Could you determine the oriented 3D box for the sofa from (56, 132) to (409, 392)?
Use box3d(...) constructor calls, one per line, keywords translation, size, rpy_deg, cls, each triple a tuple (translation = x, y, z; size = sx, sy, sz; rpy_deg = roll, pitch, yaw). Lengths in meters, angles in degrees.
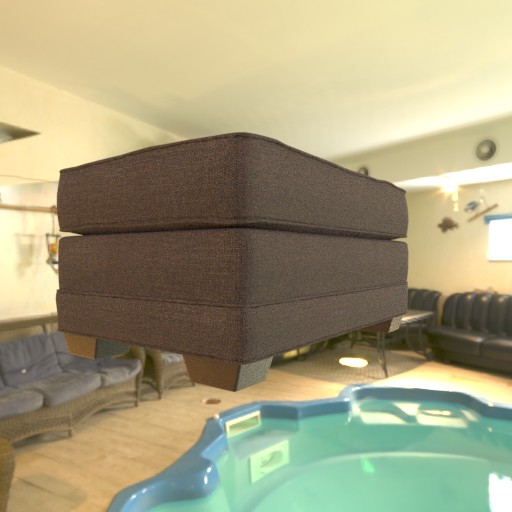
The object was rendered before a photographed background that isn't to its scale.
box3d(translation=(0.000, 0.000, 1.205), size=(0.578, 0.457, 0.854), rpy_deg=(0, 0, 37), cls="sofa")
